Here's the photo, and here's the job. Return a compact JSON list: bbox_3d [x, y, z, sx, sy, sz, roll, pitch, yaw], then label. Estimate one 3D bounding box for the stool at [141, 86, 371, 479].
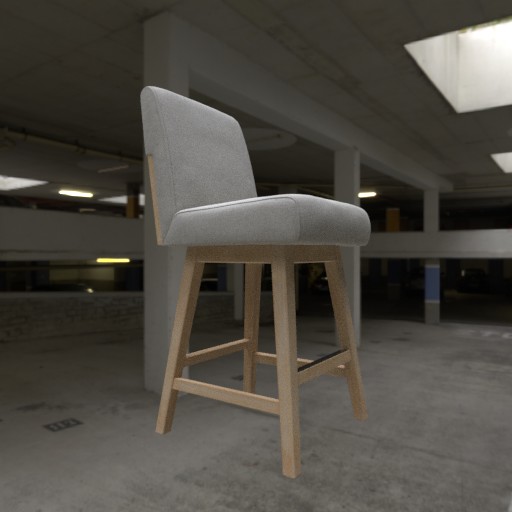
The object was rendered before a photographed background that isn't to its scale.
[{"bbox_3d":[0.000,0.000,1.427,0.606,1.085,0.507,0,0,35],"label":"stool"}]
